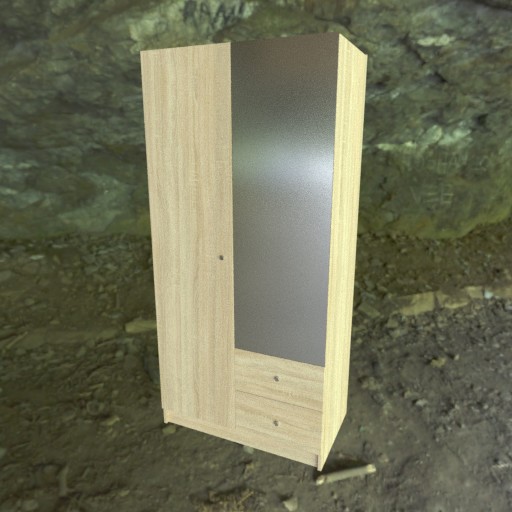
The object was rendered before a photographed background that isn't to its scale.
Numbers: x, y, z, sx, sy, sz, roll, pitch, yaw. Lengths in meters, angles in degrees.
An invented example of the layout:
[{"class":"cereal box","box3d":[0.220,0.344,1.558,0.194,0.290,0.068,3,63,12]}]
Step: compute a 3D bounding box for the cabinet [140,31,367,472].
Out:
[{"class":"cabinet","box3d":[0.000,0.000,2.505,1.001,2.121,0.590,7,16,24]}]
